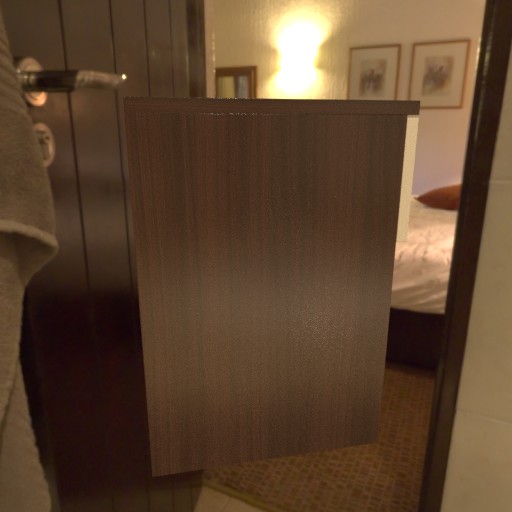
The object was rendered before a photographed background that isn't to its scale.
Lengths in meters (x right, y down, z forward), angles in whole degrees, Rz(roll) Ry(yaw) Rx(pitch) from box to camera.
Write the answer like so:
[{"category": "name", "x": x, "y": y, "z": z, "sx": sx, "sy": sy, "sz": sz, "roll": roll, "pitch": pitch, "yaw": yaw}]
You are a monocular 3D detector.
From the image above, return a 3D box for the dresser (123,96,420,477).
[{"category": "dresser", "x": 0.000, "y": 0.000, "z": 0.738, "sx": 0.360, "sy": 0.470, "sz": 0.400, "roll": -3, "pitch": 16, "yaw": -11}]
